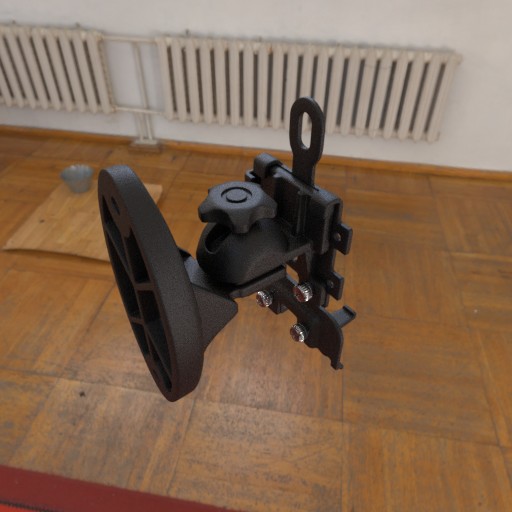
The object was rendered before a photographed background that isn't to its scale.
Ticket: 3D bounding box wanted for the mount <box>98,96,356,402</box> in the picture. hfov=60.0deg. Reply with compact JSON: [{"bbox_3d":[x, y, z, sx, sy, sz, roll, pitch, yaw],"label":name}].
[{"bbox_3d":[0.000,0.000,0.178,0.100,0.118,0.066,-25,46,-27],"label":"mount"}]
